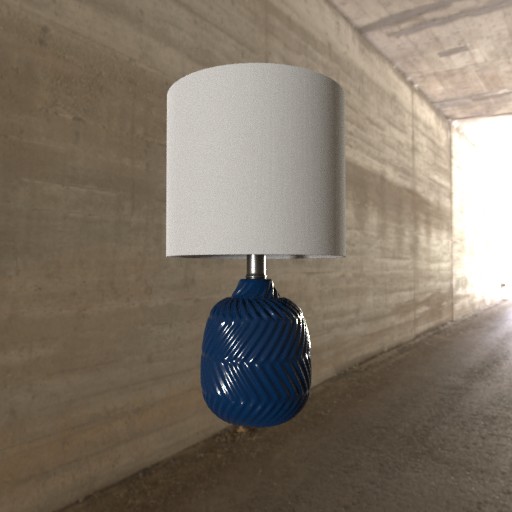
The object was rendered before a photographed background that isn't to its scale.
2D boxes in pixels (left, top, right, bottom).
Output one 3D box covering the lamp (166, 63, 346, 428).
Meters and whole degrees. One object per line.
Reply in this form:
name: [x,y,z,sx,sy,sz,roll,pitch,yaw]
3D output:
lamp: [0.000,0.000,0.511,0.203,0.368,0.203,0,-2,1]
